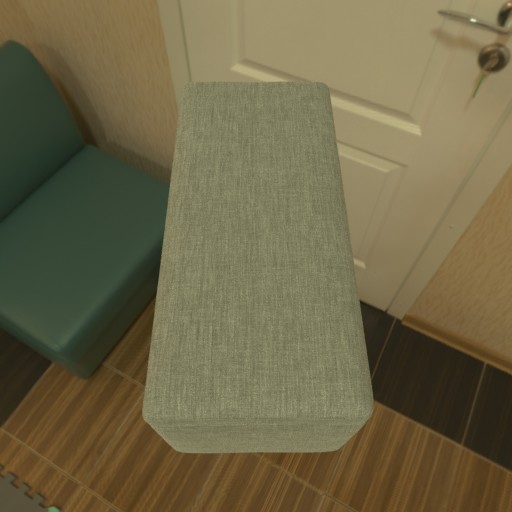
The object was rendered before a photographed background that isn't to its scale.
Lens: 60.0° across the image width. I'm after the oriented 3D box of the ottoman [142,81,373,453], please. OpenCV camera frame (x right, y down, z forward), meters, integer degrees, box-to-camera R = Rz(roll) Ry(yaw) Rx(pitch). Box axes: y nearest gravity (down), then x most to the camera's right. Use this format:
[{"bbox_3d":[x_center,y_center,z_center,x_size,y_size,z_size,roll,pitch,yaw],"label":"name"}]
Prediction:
[{"bbox_3d":[0.000,0.000,1.138,0.419,0.432,0.902,0,59,0],"label":"ottoman"}]
